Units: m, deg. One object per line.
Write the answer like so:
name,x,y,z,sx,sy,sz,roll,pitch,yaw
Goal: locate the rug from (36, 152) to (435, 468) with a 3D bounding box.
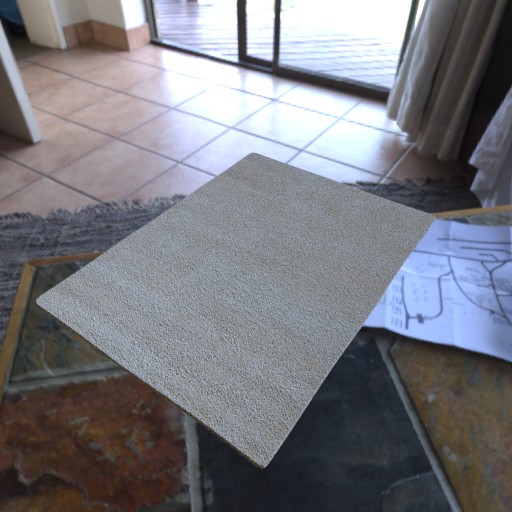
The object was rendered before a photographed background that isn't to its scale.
rug,0.000,0.000,2.118,1.199,0.025,1.600,25,48,26
